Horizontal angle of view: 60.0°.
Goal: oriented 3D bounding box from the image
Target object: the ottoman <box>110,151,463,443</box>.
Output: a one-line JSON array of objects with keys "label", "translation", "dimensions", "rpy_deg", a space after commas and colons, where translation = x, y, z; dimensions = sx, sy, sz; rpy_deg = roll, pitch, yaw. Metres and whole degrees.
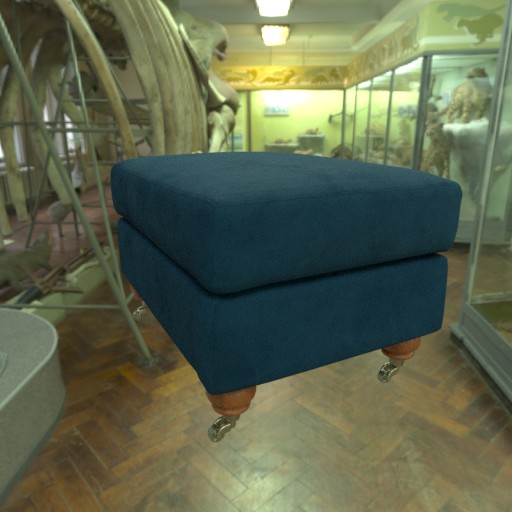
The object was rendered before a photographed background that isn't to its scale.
[{"label": "ottoman", "translation": [0.000, 0.000, 1.128], "dimensions": [0.572, 0.503, 0.773], "rpy_deg": [-9, 19, -27]}]
